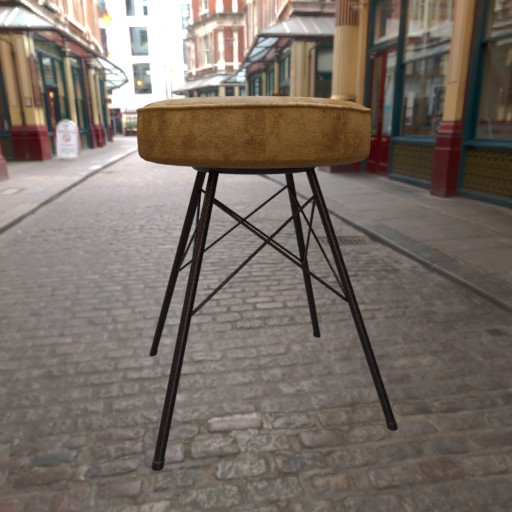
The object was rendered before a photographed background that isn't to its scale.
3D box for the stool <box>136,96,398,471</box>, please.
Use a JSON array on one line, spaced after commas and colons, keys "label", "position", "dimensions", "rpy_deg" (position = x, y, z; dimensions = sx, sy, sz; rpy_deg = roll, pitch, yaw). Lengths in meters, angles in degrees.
[{"label": "stool", "position": [0.000, 0.000, 0.898], "dimensions": [0.472, 0.595, 0.438], "rpy_deg": [-3, 16, -11]}]
